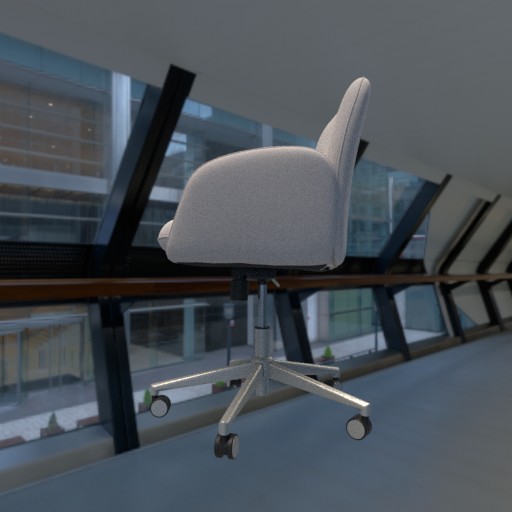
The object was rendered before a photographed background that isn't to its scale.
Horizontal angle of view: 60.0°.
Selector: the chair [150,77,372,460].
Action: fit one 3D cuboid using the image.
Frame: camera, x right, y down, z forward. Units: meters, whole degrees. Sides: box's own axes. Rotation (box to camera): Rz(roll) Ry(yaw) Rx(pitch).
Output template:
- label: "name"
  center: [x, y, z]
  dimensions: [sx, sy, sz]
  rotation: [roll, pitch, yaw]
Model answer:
- label: "chair"
  center: [0.000, 0.000, 1.345]
  dimensions: [0.633, 0.959, 0.648]
  rotation: [0, -1, -1]
